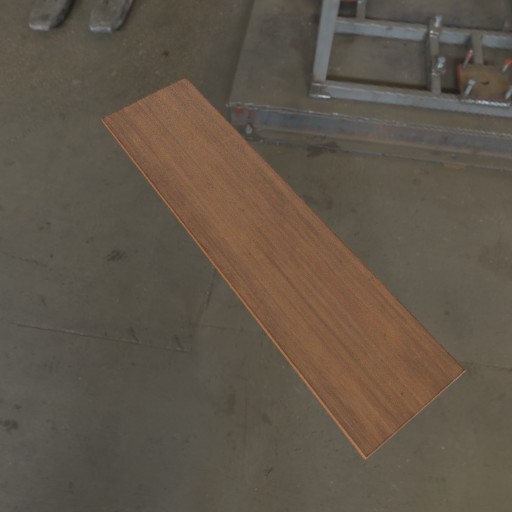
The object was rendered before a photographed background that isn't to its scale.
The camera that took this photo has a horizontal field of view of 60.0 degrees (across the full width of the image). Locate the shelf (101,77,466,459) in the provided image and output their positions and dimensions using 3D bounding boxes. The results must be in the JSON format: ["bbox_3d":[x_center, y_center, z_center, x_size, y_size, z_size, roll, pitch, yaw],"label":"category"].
[{"bbox_3d":[0.000,0.000,0.718,0.166,0.190,0.636,-33,67,-16],"label":"shelf"}]
